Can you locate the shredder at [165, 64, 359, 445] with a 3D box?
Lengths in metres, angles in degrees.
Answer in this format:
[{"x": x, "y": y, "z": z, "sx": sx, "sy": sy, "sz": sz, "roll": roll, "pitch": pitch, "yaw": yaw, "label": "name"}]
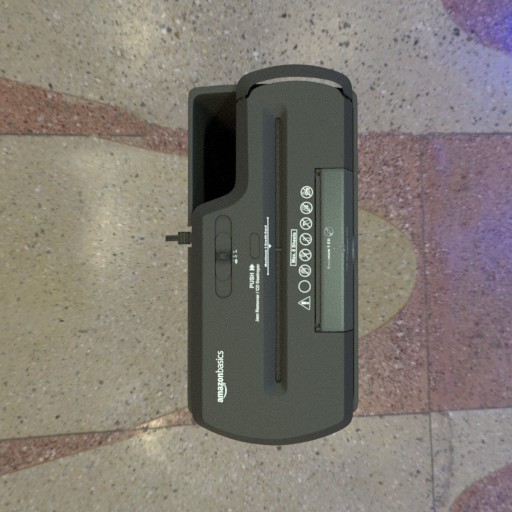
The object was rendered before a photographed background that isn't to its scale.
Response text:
[{"x": 0.000, "y": 0.000, "z": 0.521, "sx": 0.170, "sy": 0.335, "sz": 0.320, "roll": 0, "pitch": 89, "yaw": -2, "label": "shredder"}]
